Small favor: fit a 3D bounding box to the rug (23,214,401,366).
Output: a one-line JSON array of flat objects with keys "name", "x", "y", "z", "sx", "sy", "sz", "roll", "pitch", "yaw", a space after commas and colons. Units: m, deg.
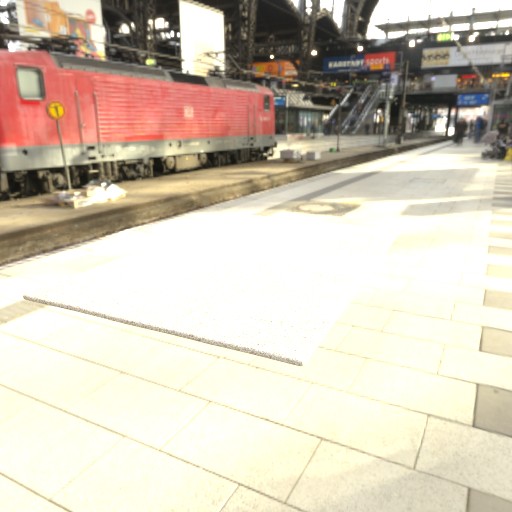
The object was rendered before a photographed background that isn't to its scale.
[{"name": "rug", "x": 0.000, "y": 0.000, "z": 3.445, "sx": 1.778, "sy": 0.030, "sz": 2.743, "roll": 8, "pitch": 18, "yaw": 25}]
